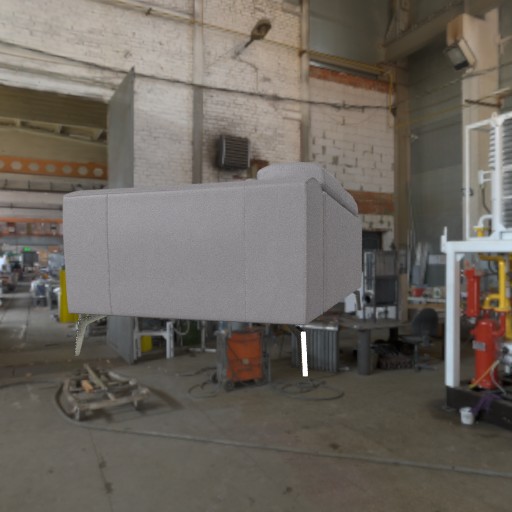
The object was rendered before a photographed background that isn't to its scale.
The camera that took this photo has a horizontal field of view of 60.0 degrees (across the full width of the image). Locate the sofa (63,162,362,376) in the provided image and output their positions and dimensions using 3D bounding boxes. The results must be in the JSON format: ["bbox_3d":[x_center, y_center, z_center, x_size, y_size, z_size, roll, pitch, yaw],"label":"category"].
[{"bbox_3d":[0.000,0.000,2.458,1.003,0.779,1.895,0,0,19],"label":"sofa"}]
